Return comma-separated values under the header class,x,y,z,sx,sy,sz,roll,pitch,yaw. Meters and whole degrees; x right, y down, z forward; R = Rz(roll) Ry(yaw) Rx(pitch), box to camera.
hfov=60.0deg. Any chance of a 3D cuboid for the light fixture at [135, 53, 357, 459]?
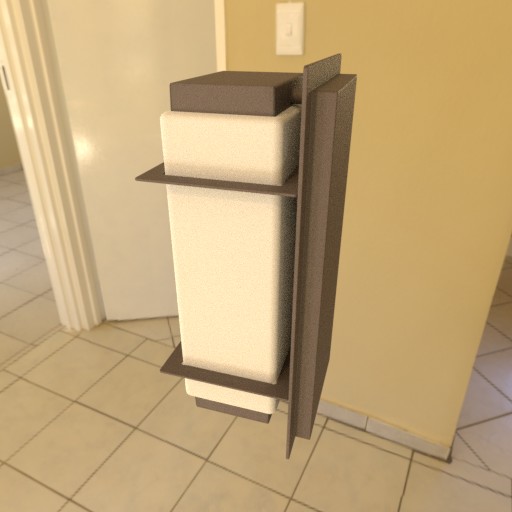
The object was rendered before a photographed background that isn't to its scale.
class,x,y,z,sx,sy,sz,roll,pitch,yaw
light fixture,0.000,0.000,0.423,0.146,0.347,0.153,8,28,15
